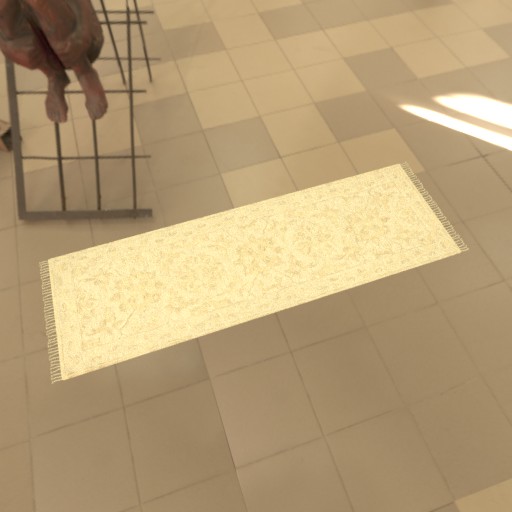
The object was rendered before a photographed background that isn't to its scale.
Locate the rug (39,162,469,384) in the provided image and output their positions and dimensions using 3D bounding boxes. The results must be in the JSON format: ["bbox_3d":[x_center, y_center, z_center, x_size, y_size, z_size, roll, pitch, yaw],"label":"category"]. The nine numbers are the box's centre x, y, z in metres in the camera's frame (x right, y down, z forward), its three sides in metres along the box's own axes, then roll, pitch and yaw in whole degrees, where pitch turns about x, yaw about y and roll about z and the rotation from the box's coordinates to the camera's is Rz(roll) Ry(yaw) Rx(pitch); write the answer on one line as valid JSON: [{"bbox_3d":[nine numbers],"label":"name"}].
[{"bbox_3d":[0.000,0.000,2.747,2.544,0.015,0.795,-16,59,-10],"label":"rug"}]
